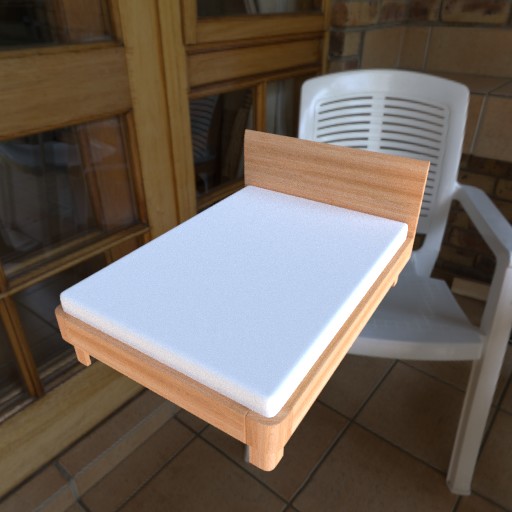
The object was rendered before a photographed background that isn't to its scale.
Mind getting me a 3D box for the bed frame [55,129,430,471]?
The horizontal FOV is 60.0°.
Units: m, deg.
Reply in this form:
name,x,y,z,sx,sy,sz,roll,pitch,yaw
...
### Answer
name,x,y,z,sx,sy,sz,roll,pitch,yaw
bed frame,0.000,0.000,2.806,1.472,0.940,1.992,18,35,28
